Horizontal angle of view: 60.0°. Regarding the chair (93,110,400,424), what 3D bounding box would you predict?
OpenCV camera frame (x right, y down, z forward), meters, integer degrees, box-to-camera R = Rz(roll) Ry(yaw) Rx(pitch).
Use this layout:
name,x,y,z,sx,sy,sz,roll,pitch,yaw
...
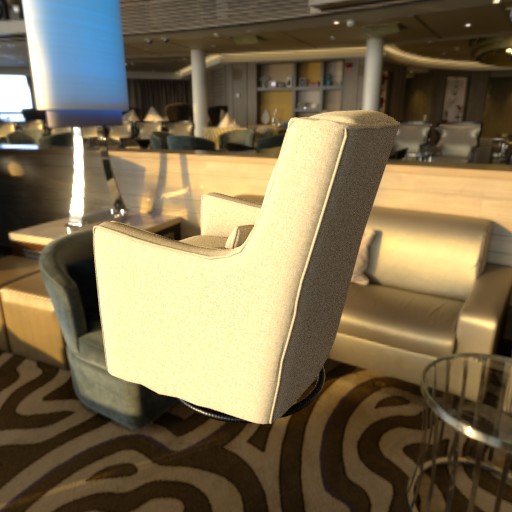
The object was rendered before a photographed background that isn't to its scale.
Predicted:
name,x,y,z,sx,sy,sz,roll,pitch,yaw
chair,0.000,0.000,1.592,0.879,0.993,0.732,9,20,25
